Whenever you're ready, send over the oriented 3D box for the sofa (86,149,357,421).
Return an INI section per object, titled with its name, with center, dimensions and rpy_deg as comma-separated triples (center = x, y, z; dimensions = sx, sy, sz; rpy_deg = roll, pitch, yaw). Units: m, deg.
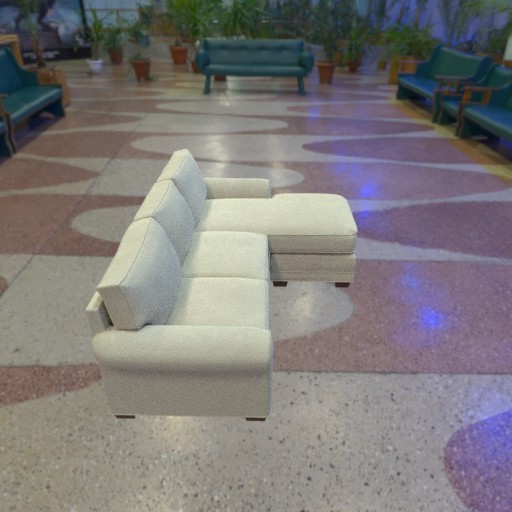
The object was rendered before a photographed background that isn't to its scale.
[sofa]
center = 0.000, 0.000, 2.428
dimensions = 1.226, 0.734, 1.770
rpy_deg = 1, 31, 1
